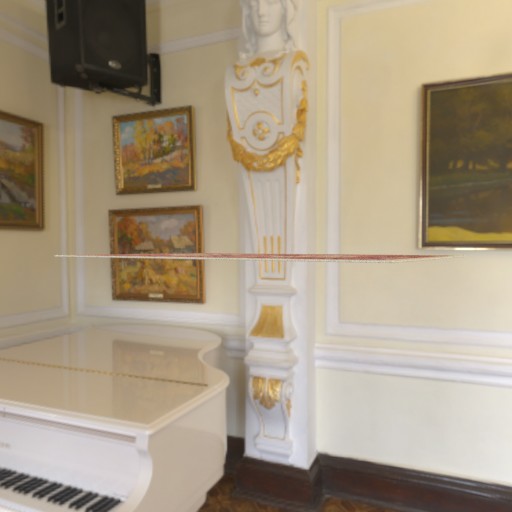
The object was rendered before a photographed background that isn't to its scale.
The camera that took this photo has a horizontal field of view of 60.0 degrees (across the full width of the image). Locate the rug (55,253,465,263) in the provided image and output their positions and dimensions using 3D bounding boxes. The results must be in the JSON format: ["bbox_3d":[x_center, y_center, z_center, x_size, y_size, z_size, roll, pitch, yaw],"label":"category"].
[{"bbox_3d":[0.000,0.000,1.106,0.868,0.004,0.556,1,1,35],"label":"rug"}]
